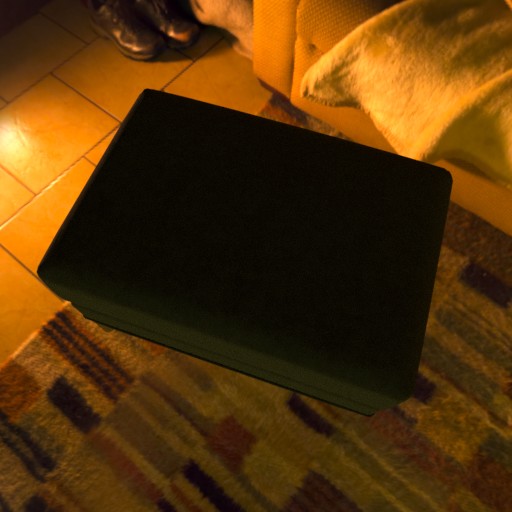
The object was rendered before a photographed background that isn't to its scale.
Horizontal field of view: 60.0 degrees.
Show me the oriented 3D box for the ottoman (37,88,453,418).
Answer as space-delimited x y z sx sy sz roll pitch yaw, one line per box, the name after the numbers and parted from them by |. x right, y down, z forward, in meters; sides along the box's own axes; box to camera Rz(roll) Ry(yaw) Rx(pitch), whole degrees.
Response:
0.000 0.000 1.194 0.835 0.498 0.587 17 67 8 | ottoman
